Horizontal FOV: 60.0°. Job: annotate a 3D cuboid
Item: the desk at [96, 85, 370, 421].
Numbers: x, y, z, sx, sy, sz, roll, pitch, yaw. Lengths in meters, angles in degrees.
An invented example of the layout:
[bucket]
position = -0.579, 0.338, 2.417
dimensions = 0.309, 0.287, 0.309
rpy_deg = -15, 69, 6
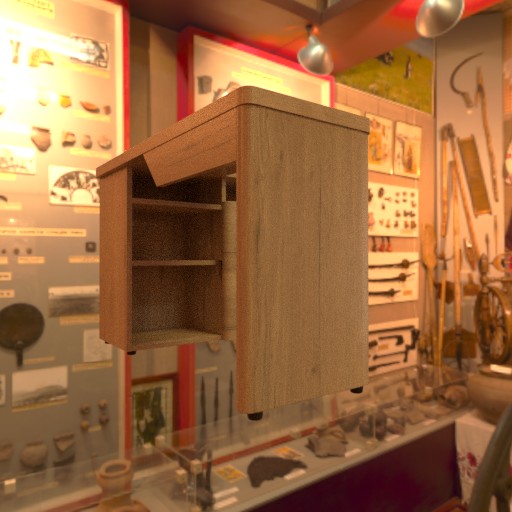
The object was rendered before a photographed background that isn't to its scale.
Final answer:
[desk]
position = 0.000, 0.000, 1.721
dimensions = 0.900, 0.760, 1.169
rpy_deg = 0, 0, -36
